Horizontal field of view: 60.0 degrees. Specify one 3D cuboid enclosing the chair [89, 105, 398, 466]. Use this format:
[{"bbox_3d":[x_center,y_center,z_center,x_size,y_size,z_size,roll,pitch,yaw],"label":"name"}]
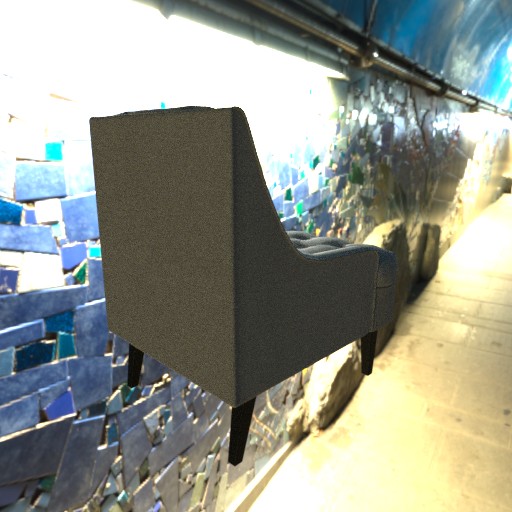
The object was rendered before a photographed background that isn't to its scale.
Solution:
[{"bbox_3d":[0.000,0.000,1.453,0.772,0.891,0.658,-14,20,-43],"label":"chair"}]
